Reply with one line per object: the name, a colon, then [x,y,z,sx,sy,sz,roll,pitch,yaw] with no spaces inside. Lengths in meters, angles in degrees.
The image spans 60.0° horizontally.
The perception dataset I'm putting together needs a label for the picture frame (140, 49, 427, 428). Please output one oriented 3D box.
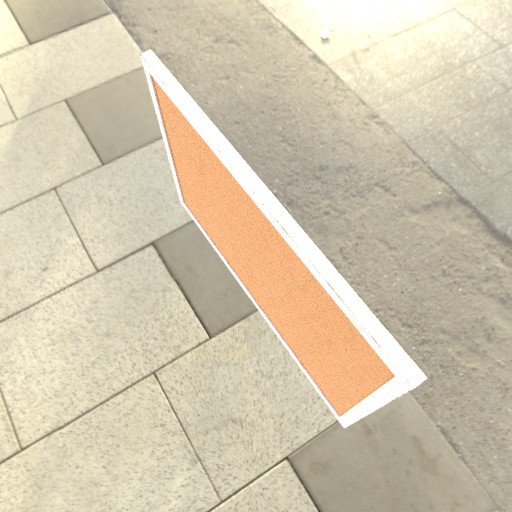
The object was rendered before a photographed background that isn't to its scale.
picture frame: [0.000,0.000,1.182,0.029,0.640,0.950,-31,67,-15]
